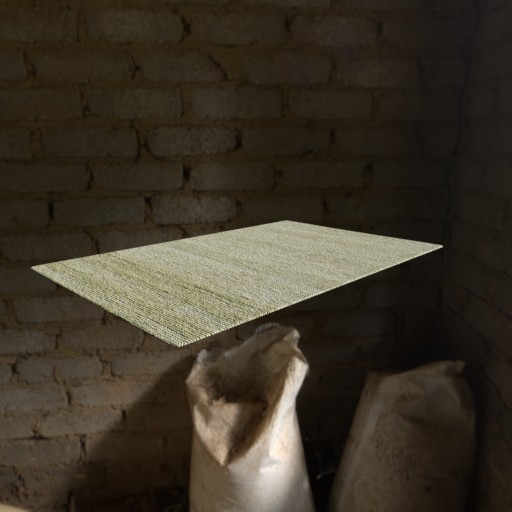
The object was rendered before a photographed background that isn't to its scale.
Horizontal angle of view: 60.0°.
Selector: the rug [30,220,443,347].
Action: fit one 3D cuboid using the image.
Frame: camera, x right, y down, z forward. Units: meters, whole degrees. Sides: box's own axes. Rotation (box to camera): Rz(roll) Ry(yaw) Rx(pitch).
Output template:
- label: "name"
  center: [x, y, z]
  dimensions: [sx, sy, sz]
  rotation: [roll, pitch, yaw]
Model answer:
- label: "rug"
  center: [0.000, 0.000, 2.204]
  dimensions: [1.758, 0.010, 1.143]
  rotation: [-14, 20, -43]
